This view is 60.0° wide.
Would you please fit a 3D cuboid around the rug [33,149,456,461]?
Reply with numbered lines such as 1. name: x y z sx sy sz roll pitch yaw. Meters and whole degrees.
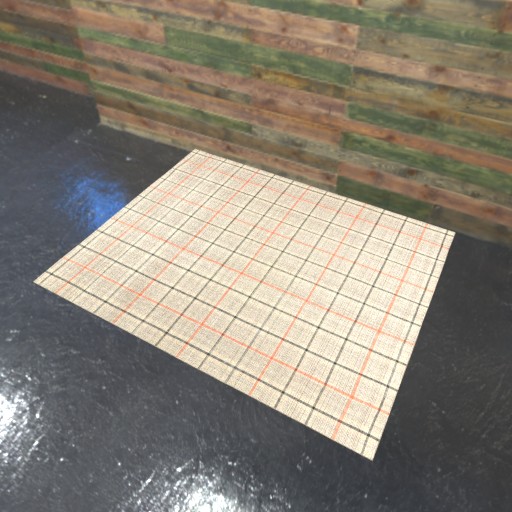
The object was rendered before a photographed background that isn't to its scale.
1. rug: 0.000 0.000 4.054 3.048 0.012 2.444 22 49 20
